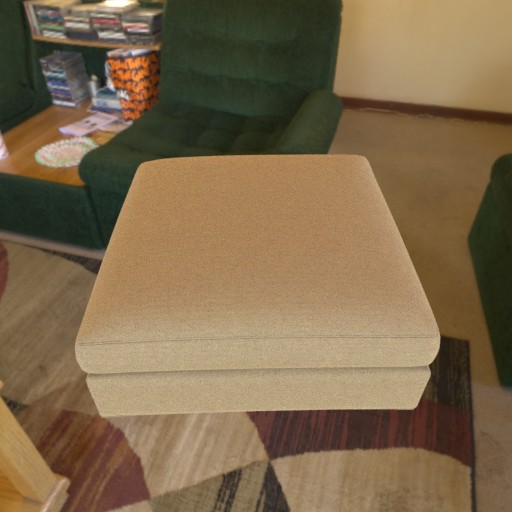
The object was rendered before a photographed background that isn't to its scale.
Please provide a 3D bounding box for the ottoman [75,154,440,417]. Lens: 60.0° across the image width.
[{"bbox_3d":[0.000,0.000,1.660,1.041,0.470,1.041,-1,41,-1],"label":"ottoman"}]
